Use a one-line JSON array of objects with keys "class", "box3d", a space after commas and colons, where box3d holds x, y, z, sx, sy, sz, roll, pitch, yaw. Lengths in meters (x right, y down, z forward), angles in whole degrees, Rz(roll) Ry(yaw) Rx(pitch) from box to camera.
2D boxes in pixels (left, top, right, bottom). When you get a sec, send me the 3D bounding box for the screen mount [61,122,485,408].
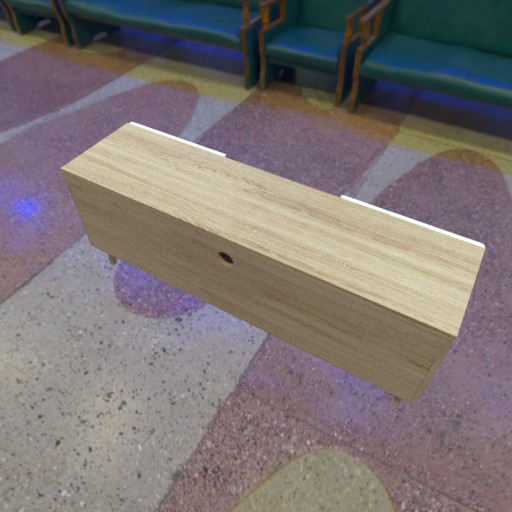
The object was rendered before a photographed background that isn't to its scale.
[{"class": "screen mount", "box3d": [0.000, 0.000, 1.782, 1.500, 0.570, 0.420, 23, 51, 20]}]
